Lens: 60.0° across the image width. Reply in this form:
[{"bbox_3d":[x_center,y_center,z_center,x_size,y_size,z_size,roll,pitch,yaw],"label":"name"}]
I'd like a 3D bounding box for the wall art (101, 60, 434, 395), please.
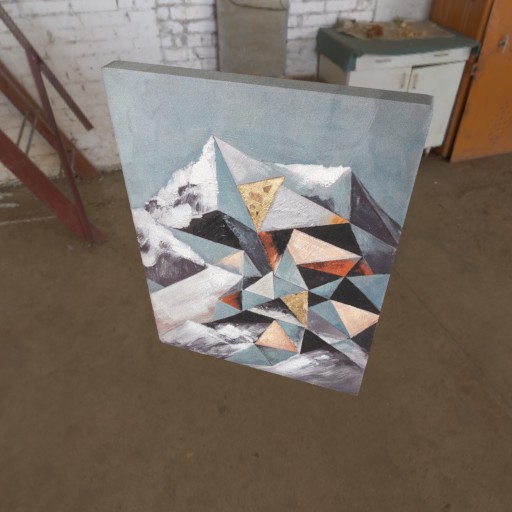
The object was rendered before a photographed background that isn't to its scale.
[{"bbox_3d":[0.000,0.000,0.786,0.455,0.613,0.037,12,42,14],"label":"wall art"}]
